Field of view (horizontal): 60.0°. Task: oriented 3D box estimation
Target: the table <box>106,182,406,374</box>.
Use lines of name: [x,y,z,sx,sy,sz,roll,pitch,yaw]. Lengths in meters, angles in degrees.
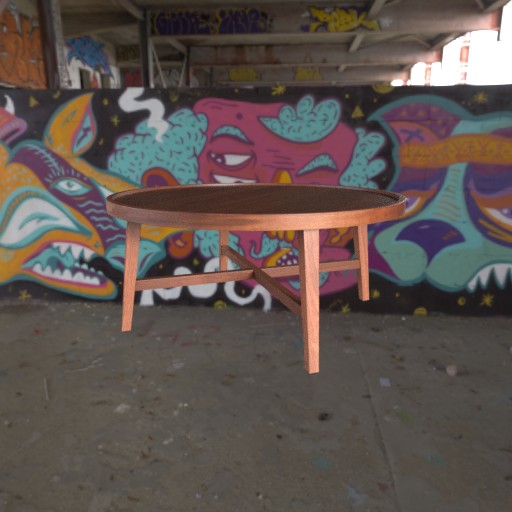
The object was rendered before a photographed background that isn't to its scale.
table: [0.000,0.000,1.285,0.800,0.360,0.800,0,14,0]
